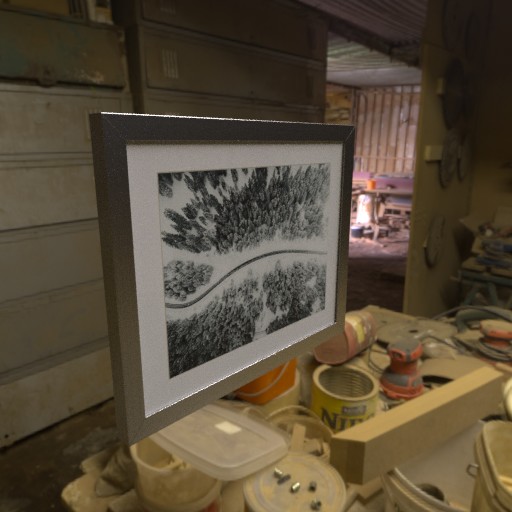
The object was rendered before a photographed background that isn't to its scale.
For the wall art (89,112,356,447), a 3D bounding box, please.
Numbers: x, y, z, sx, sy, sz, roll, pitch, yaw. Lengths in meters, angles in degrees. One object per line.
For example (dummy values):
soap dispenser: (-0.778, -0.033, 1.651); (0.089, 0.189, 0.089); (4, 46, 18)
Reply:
wall art: (0.000, 0.000, 0.782); (0.032, 0.456, 0.557); (13, 20, 42)
